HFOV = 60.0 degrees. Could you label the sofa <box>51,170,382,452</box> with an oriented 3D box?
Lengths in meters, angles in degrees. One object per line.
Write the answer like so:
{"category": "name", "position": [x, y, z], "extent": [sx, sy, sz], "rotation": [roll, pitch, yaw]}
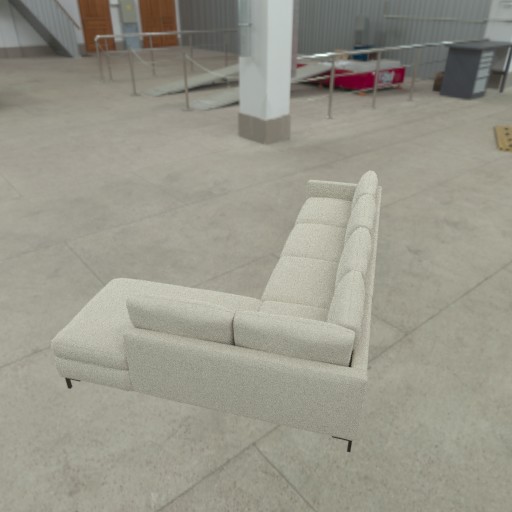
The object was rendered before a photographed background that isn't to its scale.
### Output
{"category": "sofa", "position": [0.000, 0.000, 3.856], "extent": [2.007, 0.815, 2.949], "rotation": [8, 31, 13]}
